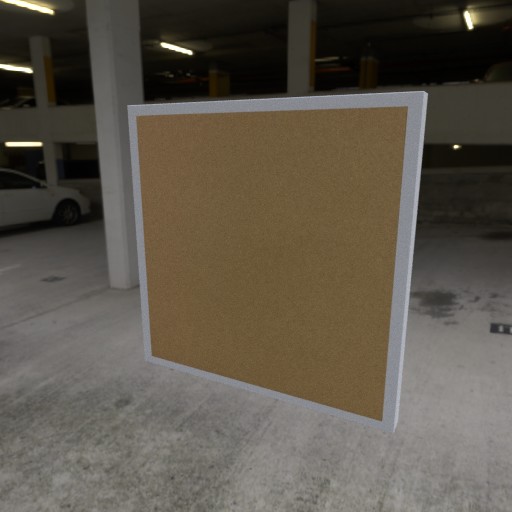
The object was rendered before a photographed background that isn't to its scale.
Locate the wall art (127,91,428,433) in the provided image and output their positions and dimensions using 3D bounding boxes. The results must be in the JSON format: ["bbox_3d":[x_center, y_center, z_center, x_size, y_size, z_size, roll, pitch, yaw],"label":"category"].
[{"bbox_3d":[0.000,0.000,0.764,0.508,0.507,0.035,8,16,27],"label":"wall art"}]
